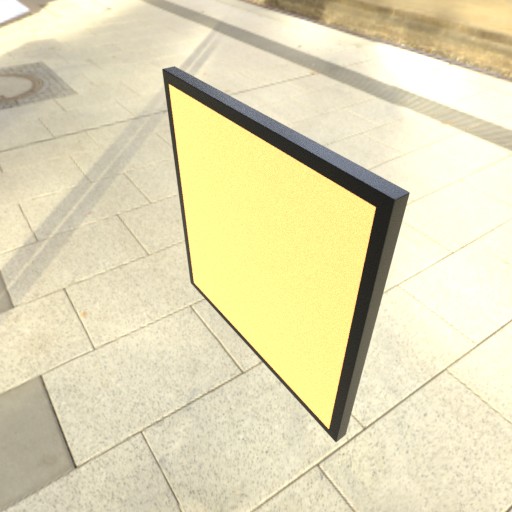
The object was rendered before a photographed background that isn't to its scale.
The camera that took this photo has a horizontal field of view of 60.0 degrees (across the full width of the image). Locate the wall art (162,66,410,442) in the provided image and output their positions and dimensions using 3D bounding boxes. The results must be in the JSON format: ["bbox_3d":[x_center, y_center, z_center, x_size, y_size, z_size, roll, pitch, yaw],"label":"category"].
[{"bbox_3d":[0.000,0.000,1.159,0.038,0.761,0.755,-26,47,-27],"label":"wall art"}]
